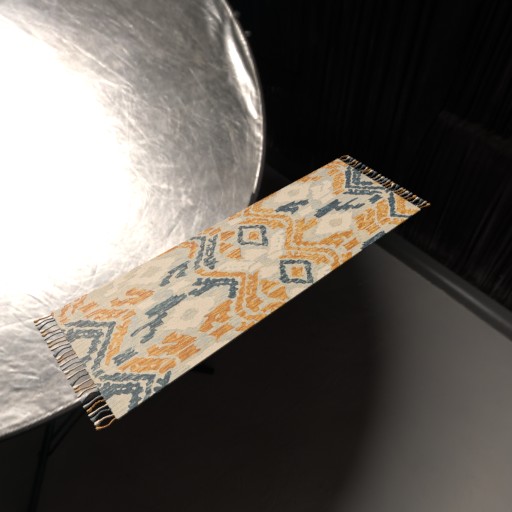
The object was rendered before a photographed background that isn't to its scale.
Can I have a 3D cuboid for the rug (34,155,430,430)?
[{"bbox_3d":[0.000,0.000,2.679,2.437,0.010,0.783,-31,54,-26],"label":"rug"}]
